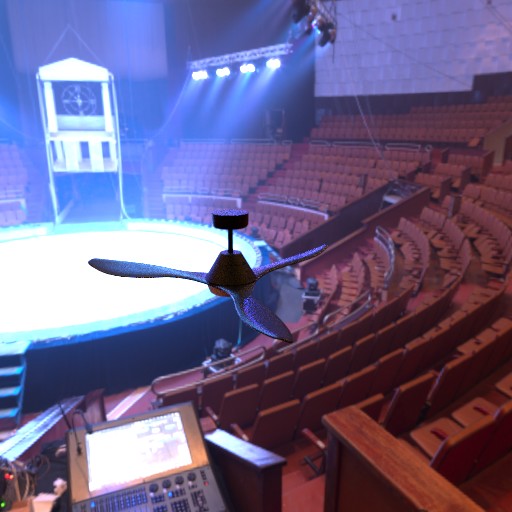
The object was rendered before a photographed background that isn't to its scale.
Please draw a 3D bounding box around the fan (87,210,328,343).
[{"bbox_3d":[0.000,0.000,1.636,1.067,0.305,1.067,-7,16,-26],"label":"fan"}]
